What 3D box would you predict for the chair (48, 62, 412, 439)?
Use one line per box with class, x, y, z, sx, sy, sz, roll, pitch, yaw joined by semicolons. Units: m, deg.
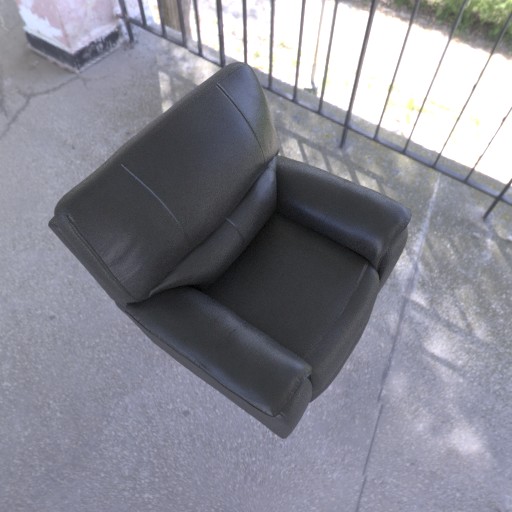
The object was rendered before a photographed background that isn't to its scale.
chair;0.000;0.000;1.928;1.087;1.109;1.096;31;63;18
